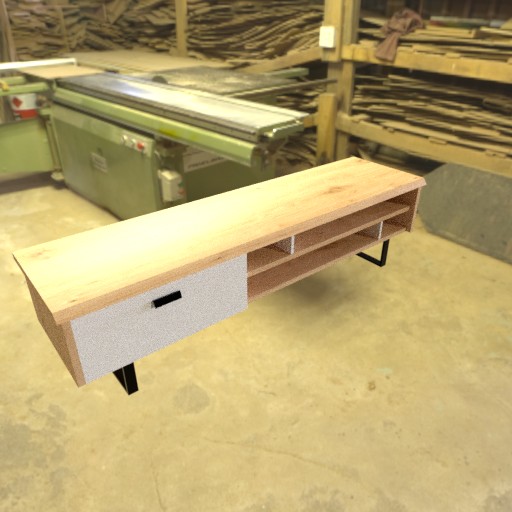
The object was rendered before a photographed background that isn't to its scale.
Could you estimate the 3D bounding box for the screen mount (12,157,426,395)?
[{"bbox_3d":[0.000,0.000,1.874,1.700,0.430,0.450,-21,36,-33],"label":"screen mount"}]
